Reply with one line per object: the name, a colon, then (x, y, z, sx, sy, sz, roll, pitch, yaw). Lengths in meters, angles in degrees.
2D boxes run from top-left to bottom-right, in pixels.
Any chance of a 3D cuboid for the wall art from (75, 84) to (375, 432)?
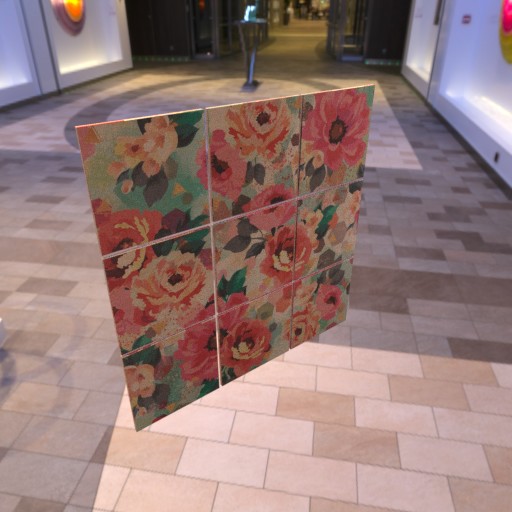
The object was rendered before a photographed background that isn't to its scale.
wall art: (0.000, 0.000, 1.358, 0.911, 0.910, 0.012, -20, 35, -32)
